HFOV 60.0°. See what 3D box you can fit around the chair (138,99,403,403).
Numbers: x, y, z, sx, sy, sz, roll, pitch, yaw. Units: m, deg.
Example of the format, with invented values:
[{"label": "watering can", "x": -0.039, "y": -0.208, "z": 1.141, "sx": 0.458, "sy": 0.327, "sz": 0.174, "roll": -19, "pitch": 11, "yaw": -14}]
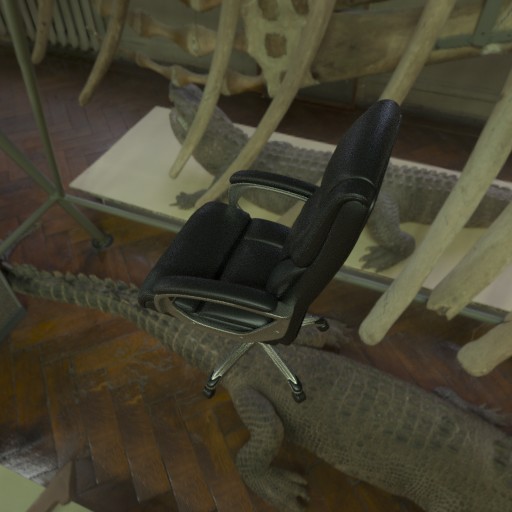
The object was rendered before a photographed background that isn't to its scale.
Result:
[{"label": "chair", "x": 0.000, "y": 0.000, "z": 1.597, "sx": 0.739, "sy": 1.155, "sz": 0.663, "roll": 16, "pitch": 49, "yaw": 14}]
